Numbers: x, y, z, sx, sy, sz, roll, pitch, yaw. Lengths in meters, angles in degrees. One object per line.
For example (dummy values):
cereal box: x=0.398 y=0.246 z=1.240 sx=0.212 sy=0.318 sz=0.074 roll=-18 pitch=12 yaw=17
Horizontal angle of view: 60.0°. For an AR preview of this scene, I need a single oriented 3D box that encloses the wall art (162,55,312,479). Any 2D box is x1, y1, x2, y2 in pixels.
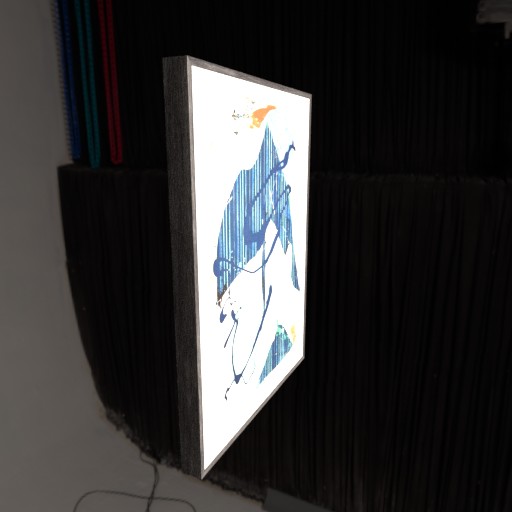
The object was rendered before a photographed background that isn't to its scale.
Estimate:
wall art: x=0.000 y=0.000 z=1.370 sx=0.063 sy=1.016 sz=0.762 roll=7 pitch=15 yaw=25
